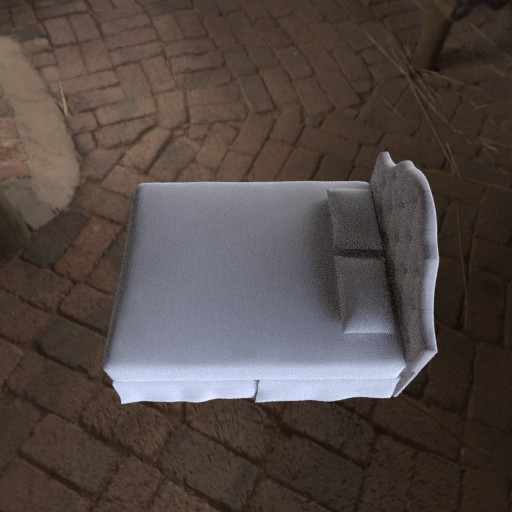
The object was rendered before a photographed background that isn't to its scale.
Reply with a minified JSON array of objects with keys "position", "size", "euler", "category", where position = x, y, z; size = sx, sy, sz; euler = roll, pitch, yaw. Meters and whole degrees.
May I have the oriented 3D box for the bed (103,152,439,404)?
[{"position":[0.000,0.000,3.791],"size":[2.477,1.617,2.039],"euler":[0,57,0],"category":"bed"}]
